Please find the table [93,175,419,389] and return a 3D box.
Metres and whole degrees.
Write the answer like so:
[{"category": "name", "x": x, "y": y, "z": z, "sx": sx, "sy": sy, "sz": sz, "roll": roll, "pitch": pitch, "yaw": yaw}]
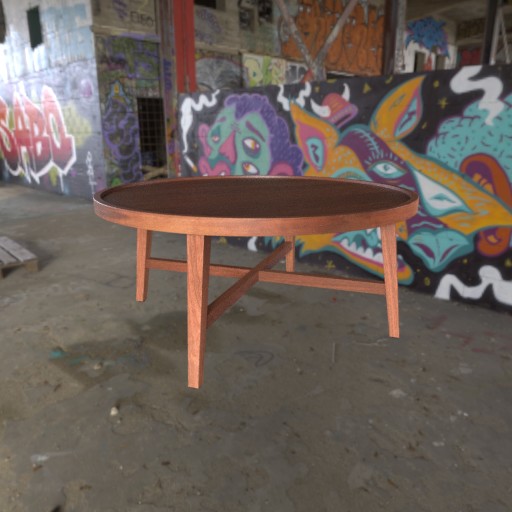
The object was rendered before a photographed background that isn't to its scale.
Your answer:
[{"category": "table", "x": 0.000, "y": 0.000, "z": 1.202, "sx": 0.800, "sy": 0.360, "sz": 0.800, "roll": 0, "pitch": 16, "yaw": 0}]
